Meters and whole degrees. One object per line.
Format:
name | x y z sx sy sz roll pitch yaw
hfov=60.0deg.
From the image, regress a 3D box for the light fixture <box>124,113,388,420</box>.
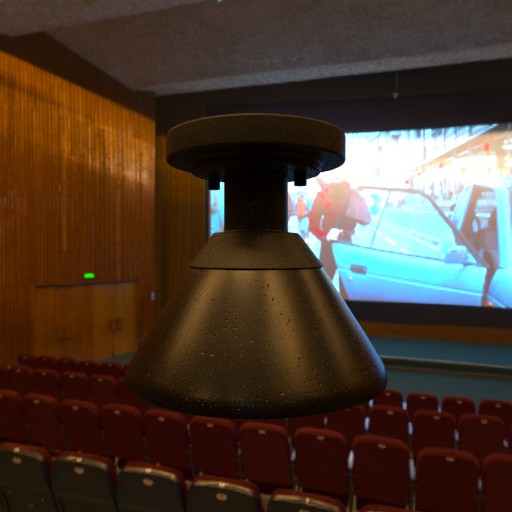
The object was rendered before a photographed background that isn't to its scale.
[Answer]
light fixture | 0.000 0.000 0.351 0.200 0.183 0.200 0 1 0
